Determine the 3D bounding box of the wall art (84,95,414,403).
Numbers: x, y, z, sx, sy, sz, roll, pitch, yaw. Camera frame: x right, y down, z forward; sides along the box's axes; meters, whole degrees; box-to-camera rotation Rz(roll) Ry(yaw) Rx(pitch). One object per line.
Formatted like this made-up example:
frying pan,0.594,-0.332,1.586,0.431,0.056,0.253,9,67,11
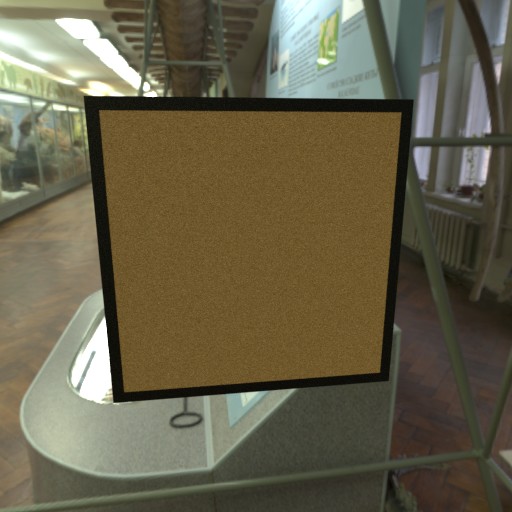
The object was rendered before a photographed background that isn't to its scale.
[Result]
wall art,0.000,0.000,1.133,0.762,0.762,0.038,-2,16,-8
